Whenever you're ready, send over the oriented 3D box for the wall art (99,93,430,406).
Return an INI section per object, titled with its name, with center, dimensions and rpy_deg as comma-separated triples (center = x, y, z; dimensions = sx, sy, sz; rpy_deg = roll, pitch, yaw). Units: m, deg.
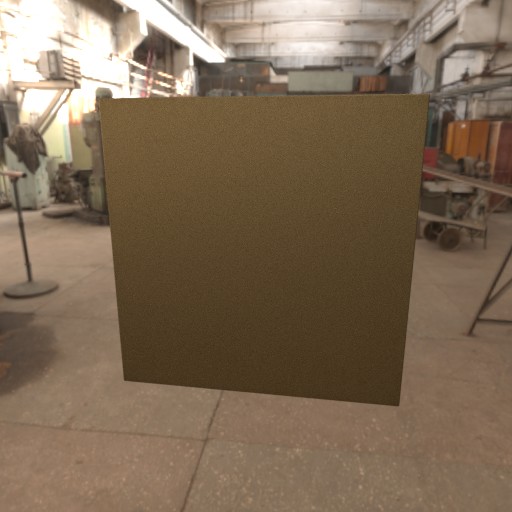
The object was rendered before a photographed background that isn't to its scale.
[wall art]
center = 0.000, 0.000, 0.747
dimensions = 0.503, 0.506, 0.031
rpy_deg = 3, 16, 9
